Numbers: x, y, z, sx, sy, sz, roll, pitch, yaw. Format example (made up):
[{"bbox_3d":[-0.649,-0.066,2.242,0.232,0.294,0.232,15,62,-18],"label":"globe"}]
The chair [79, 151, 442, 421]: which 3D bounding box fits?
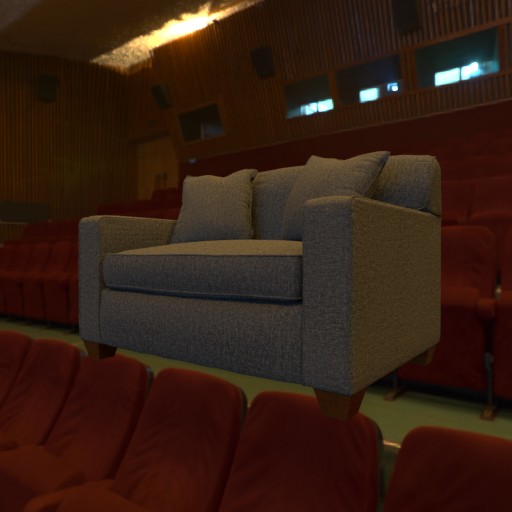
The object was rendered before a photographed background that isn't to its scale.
[{"bbox_3d":[0.000,0.000,2.016,1.383,0.948,1.000,0,1,37],"label":"chair"}]
